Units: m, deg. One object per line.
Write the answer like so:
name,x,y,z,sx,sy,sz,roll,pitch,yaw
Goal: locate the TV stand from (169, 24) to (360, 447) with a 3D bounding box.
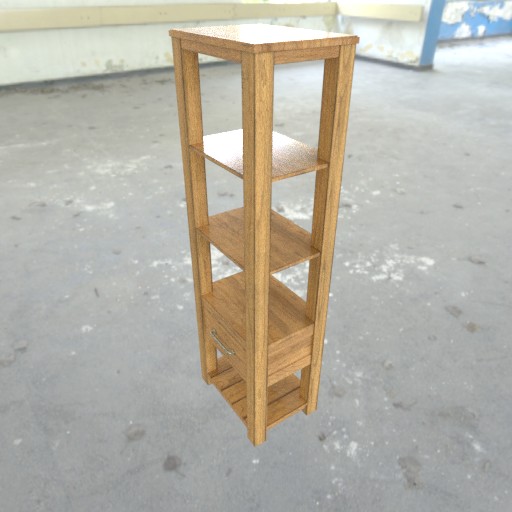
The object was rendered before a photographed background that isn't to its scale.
TV stand,0.000,0.000,2.020,0.435,1.828,0.565,-20,37,-29
